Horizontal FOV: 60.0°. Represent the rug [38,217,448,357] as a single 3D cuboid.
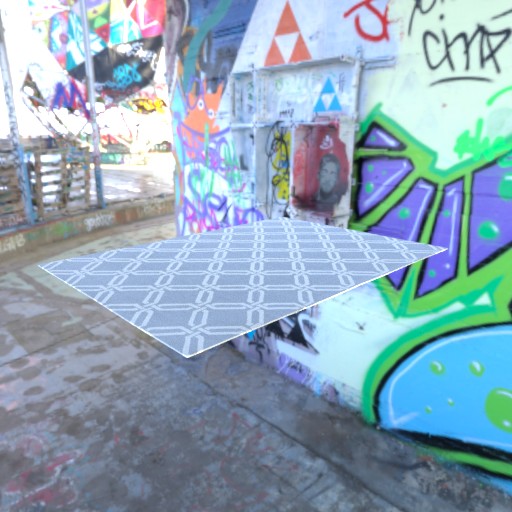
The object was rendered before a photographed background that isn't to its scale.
[{"bbox_3d":[0.000,0.000,2.799,2.133,0.013,1.522,-15,22,-42],"label":"rug"}]
